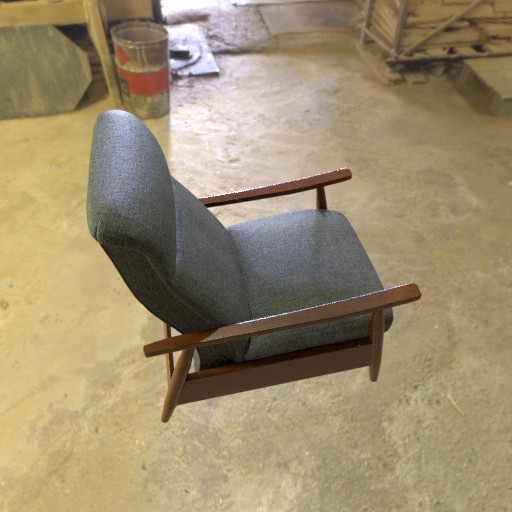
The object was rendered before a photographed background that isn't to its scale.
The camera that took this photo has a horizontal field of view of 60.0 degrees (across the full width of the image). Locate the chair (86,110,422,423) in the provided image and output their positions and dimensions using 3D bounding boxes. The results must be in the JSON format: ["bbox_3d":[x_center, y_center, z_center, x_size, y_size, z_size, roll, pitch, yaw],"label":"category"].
[{"bbox_3d":[0.000,0.000,1.779,1.030,1.082,0.762,-8,47,-8],"label":"chair"}]
